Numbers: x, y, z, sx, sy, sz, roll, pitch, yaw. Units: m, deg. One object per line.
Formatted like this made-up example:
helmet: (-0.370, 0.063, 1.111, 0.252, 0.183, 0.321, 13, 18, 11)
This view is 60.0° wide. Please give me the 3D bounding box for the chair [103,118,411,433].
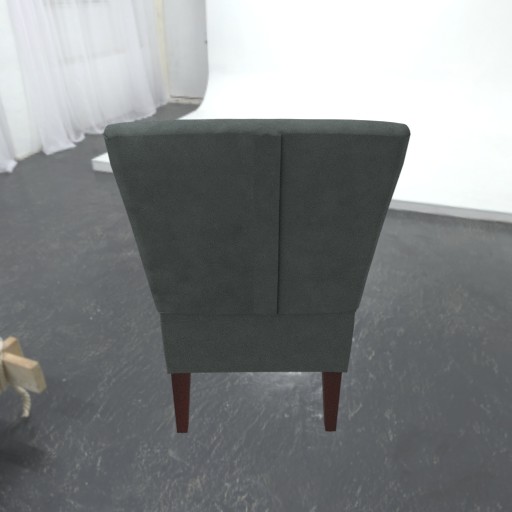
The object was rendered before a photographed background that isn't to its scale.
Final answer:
chair: (0.000, 0.000, 1.159, 0.521, 0.806, 0.554, 0, 30, 0)
